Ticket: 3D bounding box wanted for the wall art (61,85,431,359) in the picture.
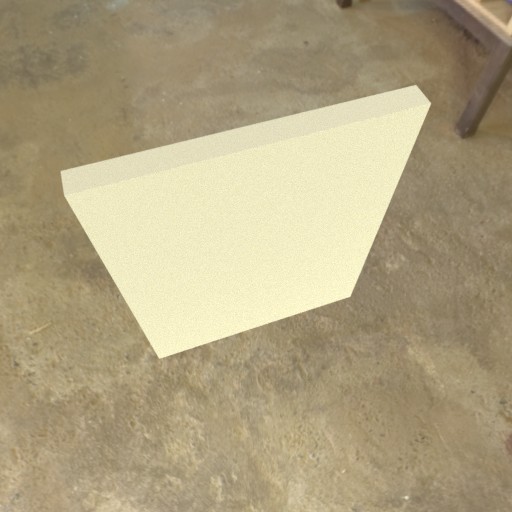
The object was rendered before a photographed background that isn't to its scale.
[{"bbox_3d":[0.000,0.000,0.763,0.451,0.553,0.039,-16,60,-10],"label":"wall art"}]
